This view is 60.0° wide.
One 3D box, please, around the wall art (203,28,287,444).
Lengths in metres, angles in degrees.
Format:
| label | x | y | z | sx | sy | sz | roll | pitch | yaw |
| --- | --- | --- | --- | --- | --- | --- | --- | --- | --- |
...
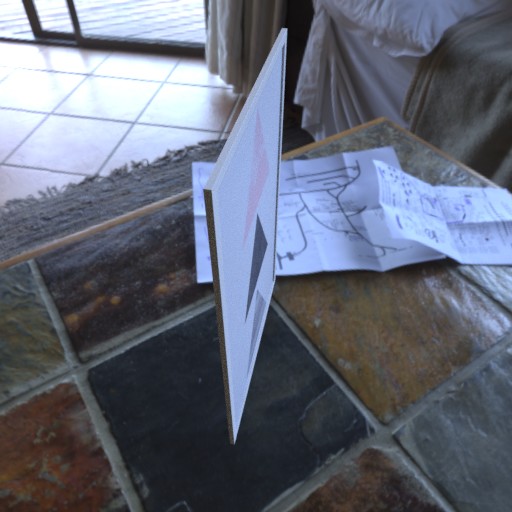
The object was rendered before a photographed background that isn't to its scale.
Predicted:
| label | x | y | z | sx | sy | sz | roll | pitch | yaw |
| --- | --- | --- | --- | --- | --- | --- | --- | --- | --- |
| wall art | 0.000 | 0.000 | 1.200 | 0.013 | 0.940 | 0.659 | 9 | 47 | 9 |
